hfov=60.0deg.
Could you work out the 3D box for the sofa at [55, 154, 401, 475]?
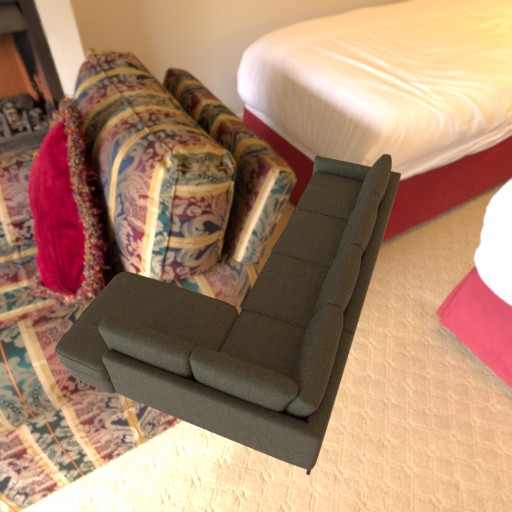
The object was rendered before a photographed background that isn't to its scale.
[{"bbox_3d":[0.000,0.000,3.897,1.984,0.858,2.972,16,47,15],"label":"sofa"}]
